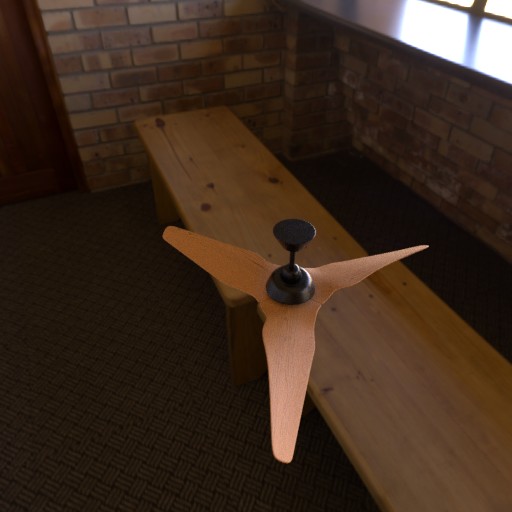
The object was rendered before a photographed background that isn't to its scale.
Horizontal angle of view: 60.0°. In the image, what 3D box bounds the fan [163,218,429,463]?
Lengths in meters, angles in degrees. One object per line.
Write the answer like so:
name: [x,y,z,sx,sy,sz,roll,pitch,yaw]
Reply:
fan: [0.000,0.000,1.674,1.010,0.355,1.142,23,45,25]
